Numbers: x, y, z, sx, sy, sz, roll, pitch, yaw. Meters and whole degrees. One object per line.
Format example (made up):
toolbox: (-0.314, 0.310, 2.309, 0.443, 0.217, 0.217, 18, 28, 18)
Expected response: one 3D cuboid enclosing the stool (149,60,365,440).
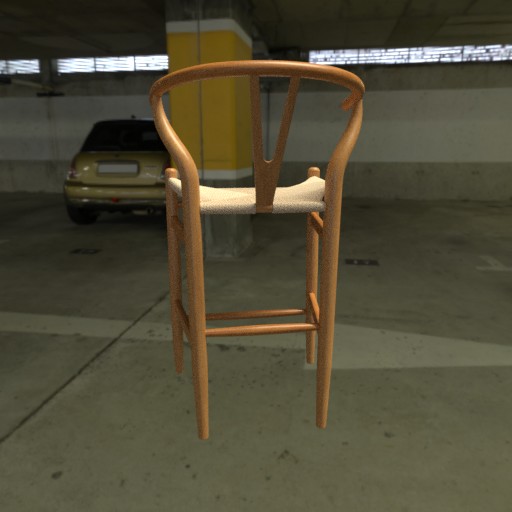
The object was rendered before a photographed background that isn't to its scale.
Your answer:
stool: (0.000, 0.000, 1.301, 0.569, 0.970, 0.579, -2, 14, -8)
